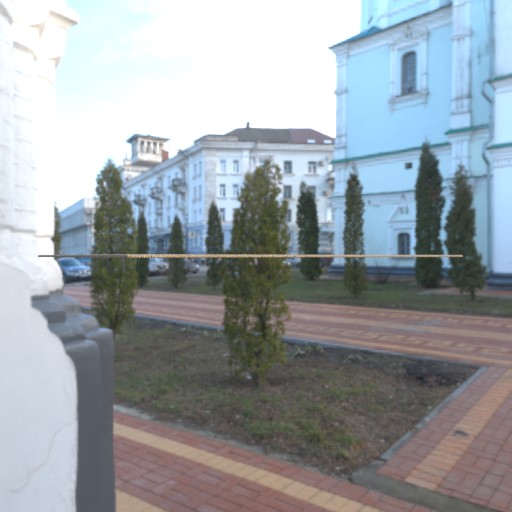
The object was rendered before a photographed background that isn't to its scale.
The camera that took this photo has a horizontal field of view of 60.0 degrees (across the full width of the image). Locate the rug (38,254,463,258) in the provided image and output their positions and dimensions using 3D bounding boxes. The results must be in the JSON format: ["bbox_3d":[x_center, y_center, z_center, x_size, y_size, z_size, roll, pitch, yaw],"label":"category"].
[{"bbox_3d":[0.000,0.000,2.282,1.829,0.010,1.219,0,0,-37],"label":"rug"}]
